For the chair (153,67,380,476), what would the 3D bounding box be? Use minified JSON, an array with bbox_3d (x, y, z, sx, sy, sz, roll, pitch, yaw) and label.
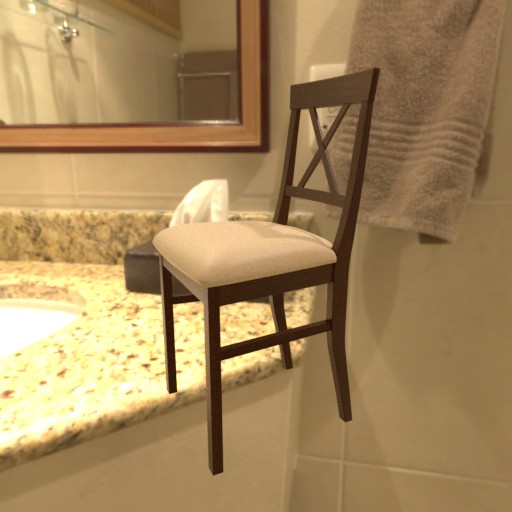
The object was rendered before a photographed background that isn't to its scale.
[{"bbox_3d":[0.000,0.000,1.178,0.480,0.913,0.440,-7,16,-25],"label":"chair"}]
